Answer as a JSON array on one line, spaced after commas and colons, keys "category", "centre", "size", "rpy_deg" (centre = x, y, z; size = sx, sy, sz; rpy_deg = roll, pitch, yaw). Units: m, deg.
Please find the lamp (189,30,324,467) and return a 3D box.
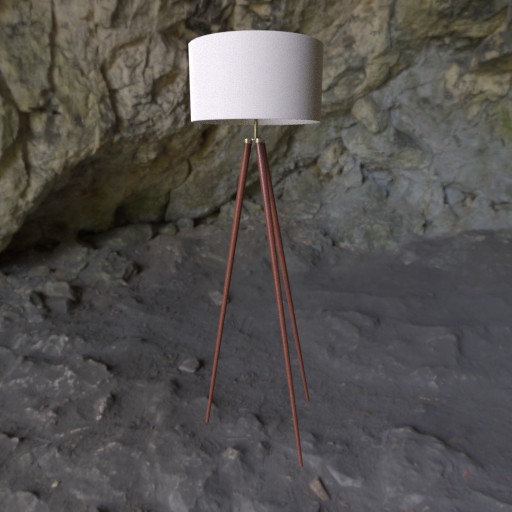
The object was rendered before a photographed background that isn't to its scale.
[{"category": "lamp", "centre": [0.000, 0.000, 1.787], "size": [0.483, 1.553, 0.483], "rpy_deg": [2, 14, 9]}]
